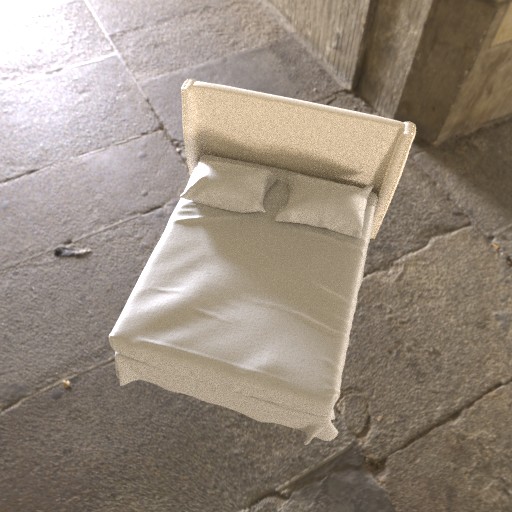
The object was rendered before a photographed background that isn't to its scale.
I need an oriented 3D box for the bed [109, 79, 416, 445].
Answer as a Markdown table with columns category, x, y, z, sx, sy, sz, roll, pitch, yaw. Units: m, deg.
| category | x | y | z | sx | sy | sz | roll | pitch | yaw |
| --- | --- | --- | --- | --- | --- | --- | --- | --- | --- |
| bed | 0.000 | 0.000 | 3.533 | 1.925 | 1.332 | 2.276 | 14 | 59 | 9 |
